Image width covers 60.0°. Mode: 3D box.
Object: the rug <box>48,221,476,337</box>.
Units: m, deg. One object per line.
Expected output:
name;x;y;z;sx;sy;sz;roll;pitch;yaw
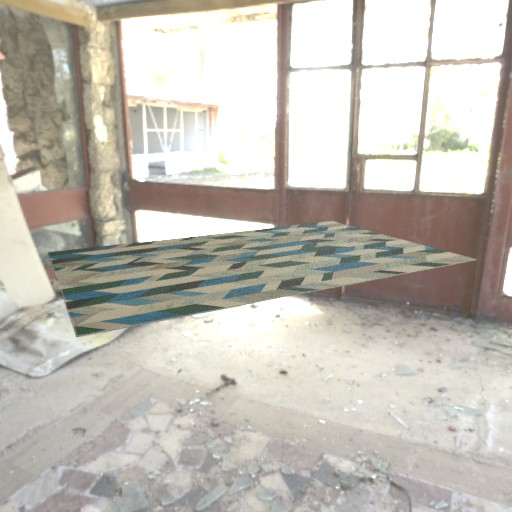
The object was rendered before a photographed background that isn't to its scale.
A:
rug;0.000;0.000;2.948;2.433;0.007;1.507;-8;17;-27
